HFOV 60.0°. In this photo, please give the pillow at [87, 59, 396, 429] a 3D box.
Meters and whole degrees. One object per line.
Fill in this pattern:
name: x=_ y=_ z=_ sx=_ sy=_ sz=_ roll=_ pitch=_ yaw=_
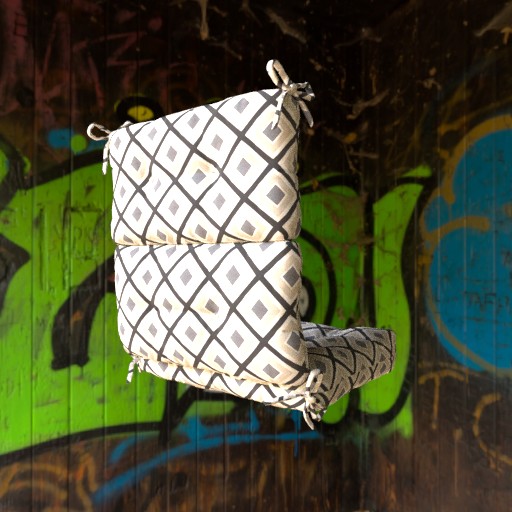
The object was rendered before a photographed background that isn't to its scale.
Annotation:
pillow: x=0.000 y=0.000 z=1.030 sx=0.519 sy=0.605 sz=0.571 roll=0 pitch=0 yaw=36
